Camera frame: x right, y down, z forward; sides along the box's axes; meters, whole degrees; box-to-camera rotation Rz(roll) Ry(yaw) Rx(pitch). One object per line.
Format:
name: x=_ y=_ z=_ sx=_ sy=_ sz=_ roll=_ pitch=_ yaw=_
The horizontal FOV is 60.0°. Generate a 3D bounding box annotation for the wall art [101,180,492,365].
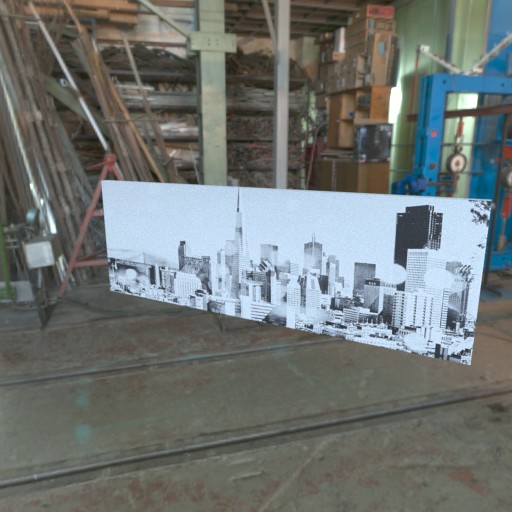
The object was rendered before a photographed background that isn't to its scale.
wall art: x=0.000 y=0.000 z=1.670 sx=1.520 sy=0.507 sz=0.039 roll=7 pitch=16 yaw=27
